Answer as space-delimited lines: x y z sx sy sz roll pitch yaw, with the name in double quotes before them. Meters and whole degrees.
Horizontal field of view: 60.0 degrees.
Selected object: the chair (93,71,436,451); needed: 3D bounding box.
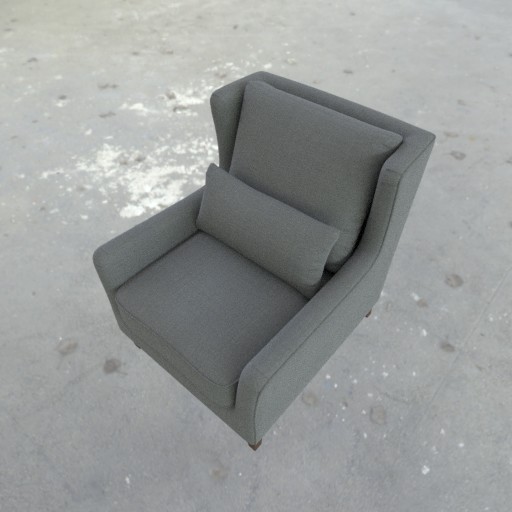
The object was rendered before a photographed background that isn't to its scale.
"chair" 0.000 0.000 1.821 0.866 1.056 1.040 32 54 27
